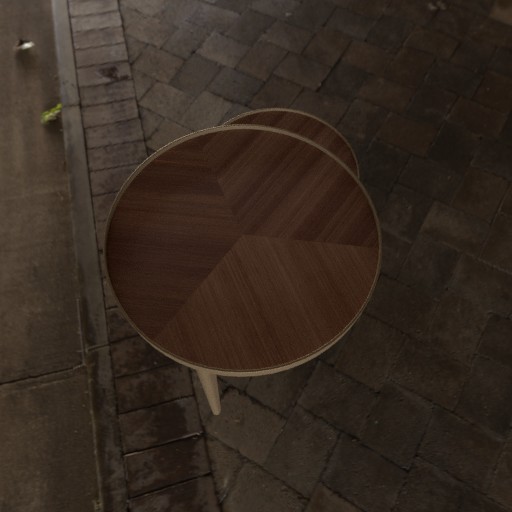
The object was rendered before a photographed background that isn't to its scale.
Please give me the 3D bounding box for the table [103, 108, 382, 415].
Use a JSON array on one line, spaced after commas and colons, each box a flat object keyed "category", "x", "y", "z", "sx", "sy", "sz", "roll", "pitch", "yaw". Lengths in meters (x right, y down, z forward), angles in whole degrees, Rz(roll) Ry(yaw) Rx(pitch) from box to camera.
[{"category": "table", "x": 0.000, "y": 0.000, "z": 1.135, "sx": 0.532, "sy": 0.555, "sz": 0.751, "roll": 16, "pitch": 66, "yaw": 7}]
